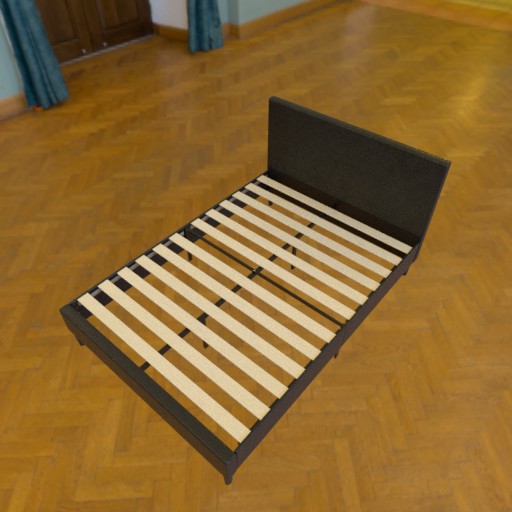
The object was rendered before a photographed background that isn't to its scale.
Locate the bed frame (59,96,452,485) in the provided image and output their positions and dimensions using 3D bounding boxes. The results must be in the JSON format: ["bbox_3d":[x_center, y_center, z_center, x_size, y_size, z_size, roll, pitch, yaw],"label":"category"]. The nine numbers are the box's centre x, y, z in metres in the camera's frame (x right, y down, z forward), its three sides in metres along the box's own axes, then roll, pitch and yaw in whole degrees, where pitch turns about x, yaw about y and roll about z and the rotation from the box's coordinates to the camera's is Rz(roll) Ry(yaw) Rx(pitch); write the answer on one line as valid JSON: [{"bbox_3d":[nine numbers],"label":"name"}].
[{"bbox_3d":[0.000,0.000,2.959,1.469,1.046,2.152,31,52,28],"label":"bed frame"}]
